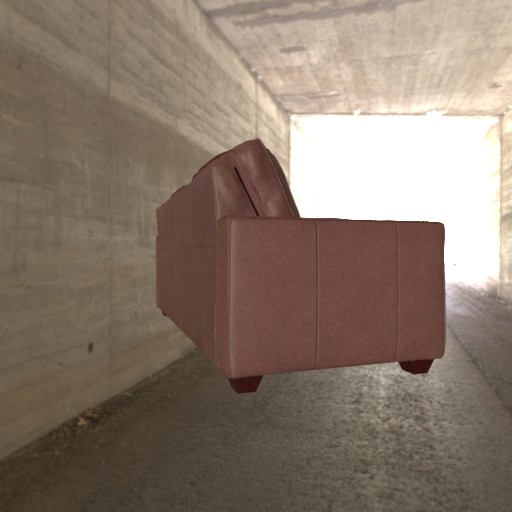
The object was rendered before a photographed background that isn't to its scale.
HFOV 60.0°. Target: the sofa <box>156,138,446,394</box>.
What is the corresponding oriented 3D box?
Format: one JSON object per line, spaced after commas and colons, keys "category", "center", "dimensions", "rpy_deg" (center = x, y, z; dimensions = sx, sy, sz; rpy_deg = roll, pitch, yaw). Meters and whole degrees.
{"category": "sofa", "center": [0.000, 0.000, 2.563], "dimensions": [0.940, 0.919, 2.080], "rpy_deg": [0, 1, -19]}
